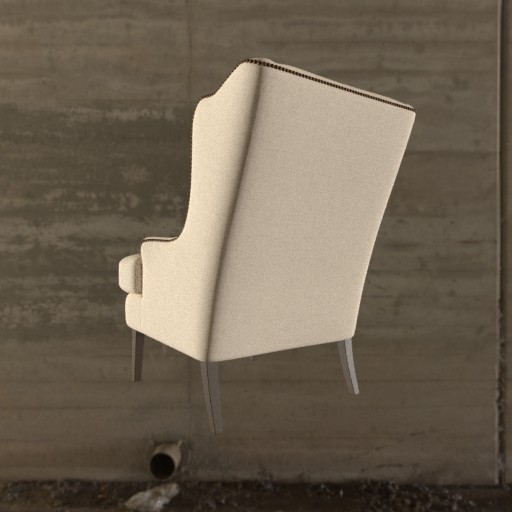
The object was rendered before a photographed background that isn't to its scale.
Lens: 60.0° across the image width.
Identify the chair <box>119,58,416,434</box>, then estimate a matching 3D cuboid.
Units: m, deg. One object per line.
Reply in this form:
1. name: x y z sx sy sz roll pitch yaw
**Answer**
1. chair: 0.000 0.000 1.647 0.737 1.029 0.940 0 1 -36
